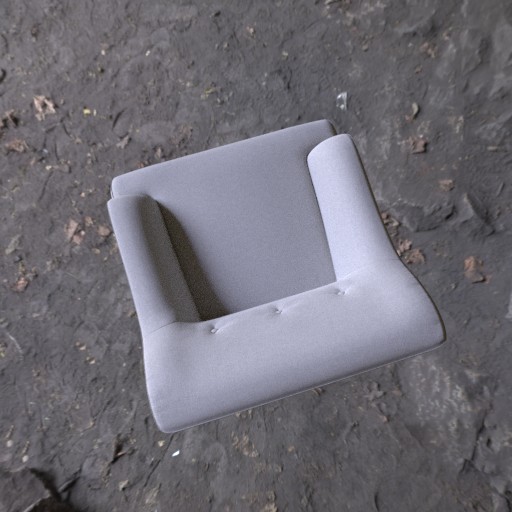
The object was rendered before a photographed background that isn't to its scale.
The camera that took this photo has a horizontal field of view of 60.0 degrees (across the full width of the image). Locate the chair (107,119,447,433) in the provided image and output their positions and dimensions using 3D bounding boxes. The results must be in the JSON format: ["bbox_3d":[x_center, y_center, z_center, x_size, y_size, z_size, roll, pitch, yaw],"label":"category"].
[{"bbox_3d":[0.000,0.000,1.633,0.946,0.818,0.951,-16,77,-4],"label":"chair"}]
